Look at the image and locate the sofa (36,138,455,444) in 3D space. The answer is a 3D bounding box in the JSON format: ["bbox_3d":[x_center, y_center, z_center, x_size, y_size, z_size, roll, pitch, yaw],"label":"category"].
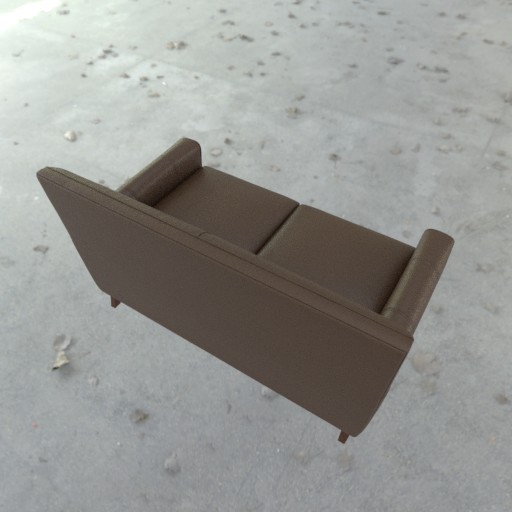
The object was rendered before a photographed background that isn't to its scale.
[{"bbox_3d":[0.000,0.000,1.975,1.468,0.859,0.853,25,52,21],"label":"sofa"}]
